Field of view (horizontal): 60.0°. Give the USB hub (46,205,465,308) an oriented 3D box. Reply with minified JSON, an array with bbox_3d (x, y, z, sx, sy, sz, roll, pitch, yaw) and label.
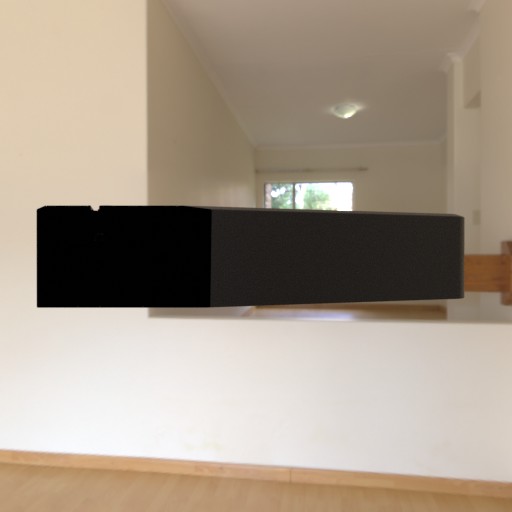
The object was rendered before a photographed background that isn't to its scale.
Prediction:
[{"bbox_3d":[0.000,0.000,0.126,0.110,0.023,0.044,0,0,-17],"label":"USB hub"}]
